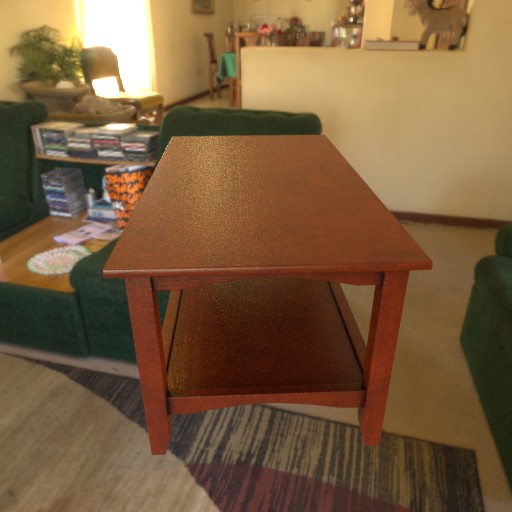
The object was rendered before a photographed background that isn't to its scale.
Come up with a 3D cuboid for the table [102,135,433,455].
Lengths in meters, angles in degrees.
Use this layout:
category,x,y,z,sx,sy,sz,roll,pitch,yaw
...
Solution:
category,x,y,z,sx,sy,sz,roll,pitch,yaw
table,0.000,0.000,1.230,0.533,0.456,0.943,-1,28,-3
